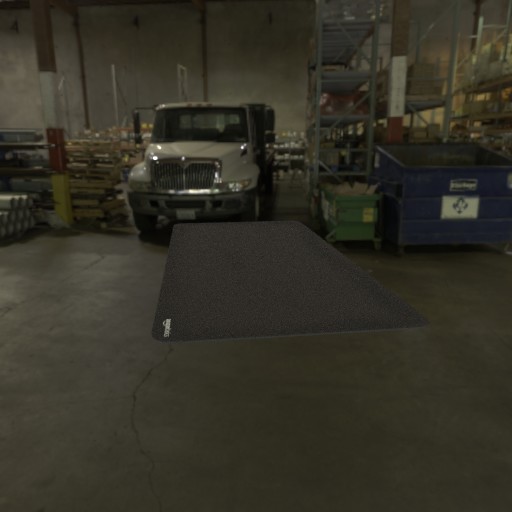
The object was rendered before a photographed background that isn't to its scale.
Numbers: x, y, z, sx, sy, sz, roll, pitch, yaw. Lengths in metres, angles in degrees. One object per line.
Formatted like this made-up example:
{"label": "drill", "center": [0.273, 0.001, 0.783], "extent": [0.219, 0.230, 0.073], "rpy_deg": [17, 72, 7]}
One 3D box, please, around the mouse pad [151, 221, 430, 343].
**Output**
{"label": "mouse pad", "center": [0.000, 0.000, 1.071], "extent": [0.424, 0.003, 0.907], "rpy_deg": [-2, 15, -8]}
